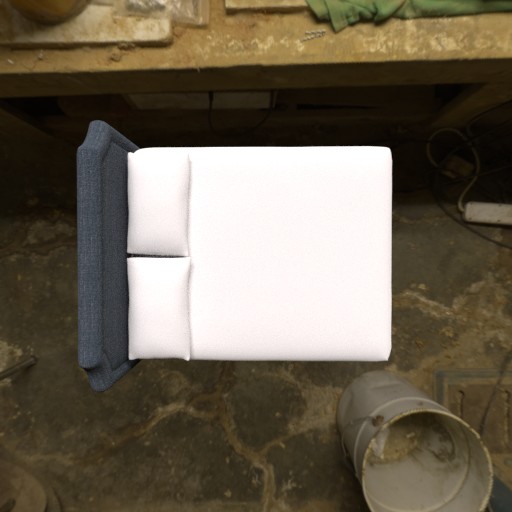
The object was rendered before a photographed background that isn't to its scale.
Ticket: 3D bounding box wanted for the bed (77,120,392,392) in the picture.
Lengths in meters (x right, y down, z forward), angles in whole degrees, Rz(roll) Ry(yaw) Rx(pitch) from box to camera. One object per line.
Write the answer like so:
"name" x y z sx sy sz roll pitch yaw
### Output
"bed" 0.000 0.000 3.357 2.208 1.297 1.828 0 91 1
